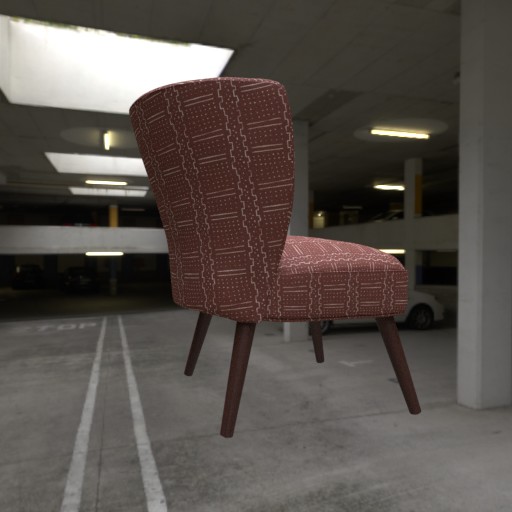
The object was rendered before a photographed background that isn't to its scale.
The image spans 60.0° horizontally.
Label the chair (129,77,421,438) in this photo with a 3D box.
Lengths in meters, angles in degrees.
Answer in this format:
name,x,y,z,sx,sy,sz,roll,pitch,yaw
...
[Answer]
name,x,y,z,sx,sy,sz,roll,pitch,yaw
chair,0.000,0.000,1.380,0.758,0.866,0.706,0,1,-18
